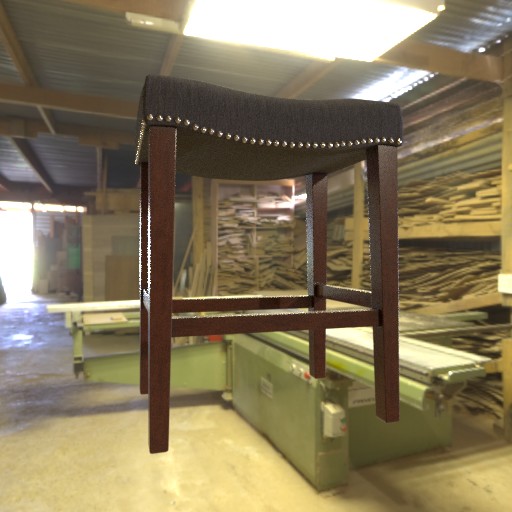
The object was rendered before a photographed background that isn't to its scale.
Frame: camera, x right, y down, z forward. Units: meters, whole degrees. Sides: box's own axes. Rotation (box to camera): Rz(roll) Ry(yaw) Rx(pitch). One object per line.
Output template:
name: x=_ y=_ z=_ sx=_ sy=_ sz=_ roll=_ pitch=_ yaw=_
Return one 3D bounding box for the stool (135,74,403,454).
stool: x=0.000 y=0.000 z=0.972 sx=0.504 sy=0.654 sz=0.372 roll=0 pitch=0 yaw=-17
